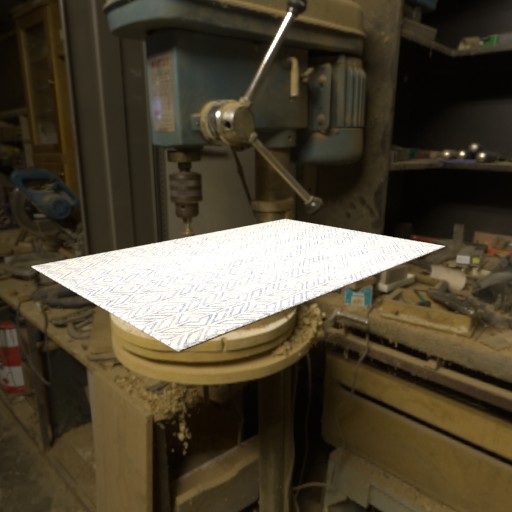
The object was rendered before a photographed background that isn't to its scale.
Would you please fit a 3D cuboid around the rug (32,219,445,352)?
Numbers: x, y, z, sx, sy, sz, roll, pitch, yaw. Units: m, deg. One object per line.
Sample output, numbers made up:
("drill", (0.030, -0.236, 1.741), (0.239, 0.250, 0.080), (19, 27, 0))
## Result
("rug", (0.000, 0.000, 2.325), (1.824, 0.008, 1.220), (-14, 21, -43))
